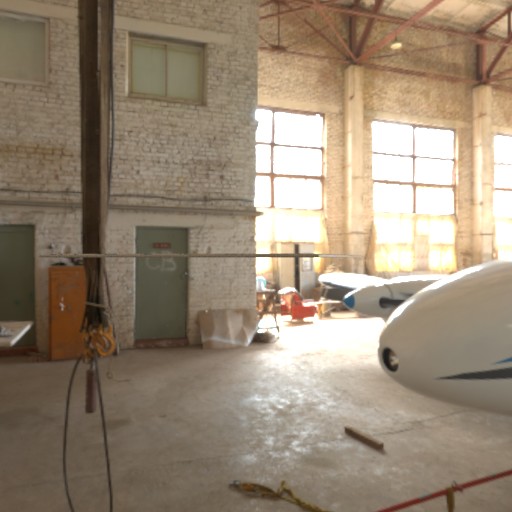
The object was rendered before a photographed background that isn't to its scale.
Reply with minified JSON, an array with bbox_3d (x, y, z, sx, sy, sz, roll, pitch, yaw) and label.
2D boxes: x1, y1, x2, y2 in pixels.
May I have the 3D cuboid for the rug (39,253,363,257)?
[{"bbox_3d":[0.000,0.000,1.443,0.605,0.007,1.220,0,0,17],"label":"rug"}]
